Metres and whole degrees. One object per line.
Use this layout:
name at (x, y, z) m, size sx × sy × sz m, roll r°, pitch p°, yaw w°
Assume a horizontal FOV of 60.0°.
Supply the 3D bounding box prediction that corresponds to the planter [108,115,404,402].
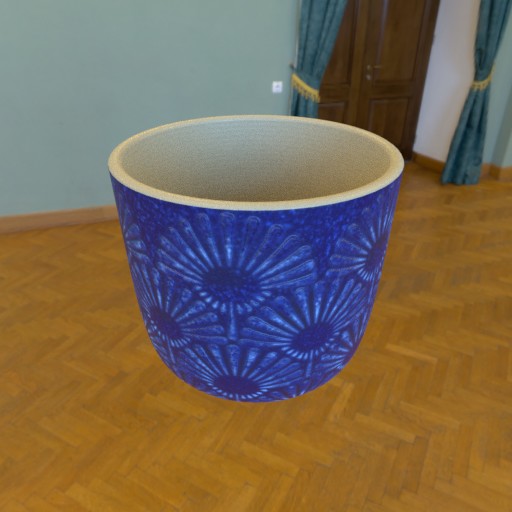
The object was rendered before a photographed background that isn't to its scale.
planter at (0.000, 0.000, 0.220) m, size 0.124 × 0.109 × 0.124 m, roll 0°, pitch 31°, yaw 0°
